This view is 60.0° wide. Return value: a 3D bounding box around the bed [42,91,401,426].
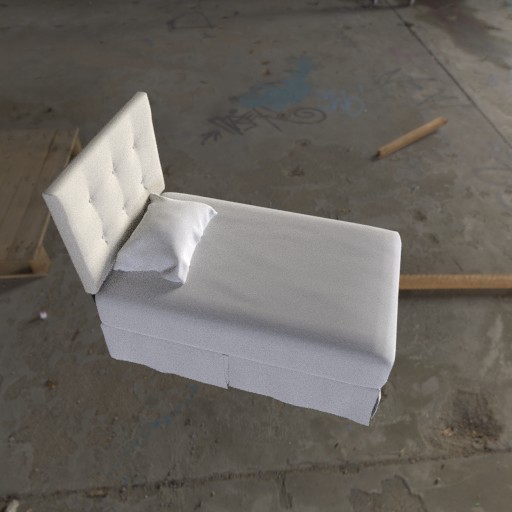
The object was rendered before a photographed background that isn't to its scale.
[{"bbox_3d":[0.000,0.000,3.017,1.997,1.571,1.261,11,48,10],"label":"bed"}]
